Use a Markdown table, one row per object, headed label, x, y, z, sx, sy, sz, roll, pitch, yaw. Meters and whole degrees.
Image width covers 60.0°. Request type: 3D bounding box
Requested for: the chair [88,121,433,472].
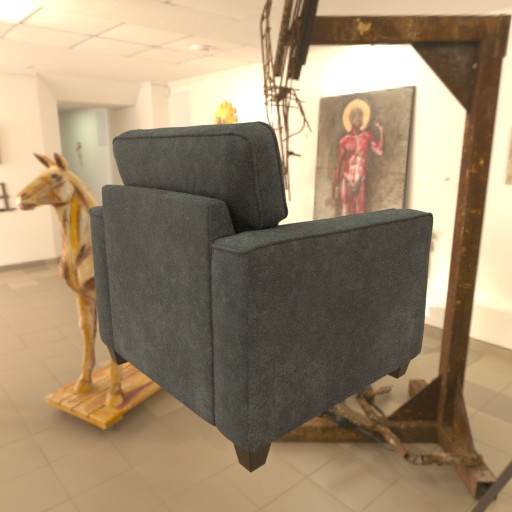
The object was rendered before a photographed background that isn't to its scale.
| label | x | y | z | sx | sy | sz | roll | pitch | yaw |
| --- | --- | --- | --- | --- | --- | --- | --- | --- | --- |
| chair | 0.000 | 0.000 | 1.744 | 0.939 | 0.965 | 1.015 | -12 | 18 | -40 |
